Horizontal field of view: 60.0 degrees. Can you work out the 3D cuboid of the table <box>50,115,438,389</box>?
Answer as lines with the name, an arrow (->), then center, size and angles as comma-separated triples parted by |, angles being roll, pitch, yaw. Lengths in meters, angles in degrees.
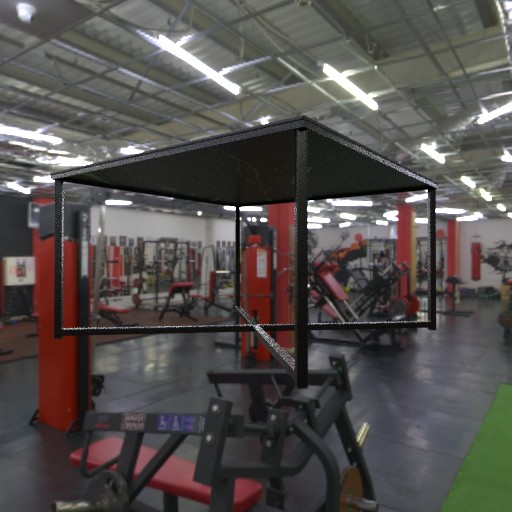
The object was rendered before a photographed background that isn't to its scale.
table -> 0.000, 0.000, 1.279 | 0.800, 0.450, 0.800 | 0, -1, 37
